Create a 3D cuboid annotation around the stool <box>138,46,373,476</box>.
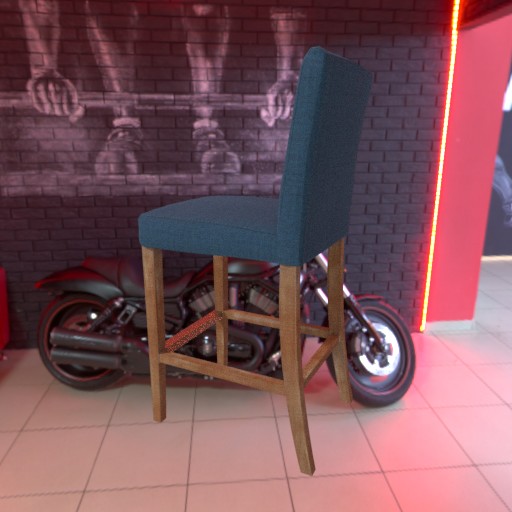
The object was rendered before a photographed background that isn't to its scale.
[{"bbox_3d":[0.000,0.000,1.366,0.574,1.088,0.454,8,18,26],"label":"stool"}]
